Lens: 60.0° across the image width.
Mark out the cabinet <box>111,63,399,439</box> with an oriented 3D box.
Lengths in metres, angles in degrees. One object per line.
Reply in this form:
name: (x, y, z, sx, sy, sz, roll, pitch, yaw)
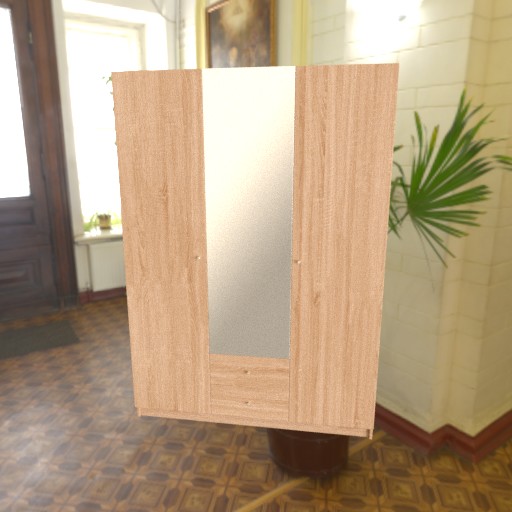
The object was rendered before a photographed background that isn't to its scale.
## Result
cabinet: (0.000, 0.000, 2.781, 1.500, 2.120, 0.590, 2, 14, 9)
